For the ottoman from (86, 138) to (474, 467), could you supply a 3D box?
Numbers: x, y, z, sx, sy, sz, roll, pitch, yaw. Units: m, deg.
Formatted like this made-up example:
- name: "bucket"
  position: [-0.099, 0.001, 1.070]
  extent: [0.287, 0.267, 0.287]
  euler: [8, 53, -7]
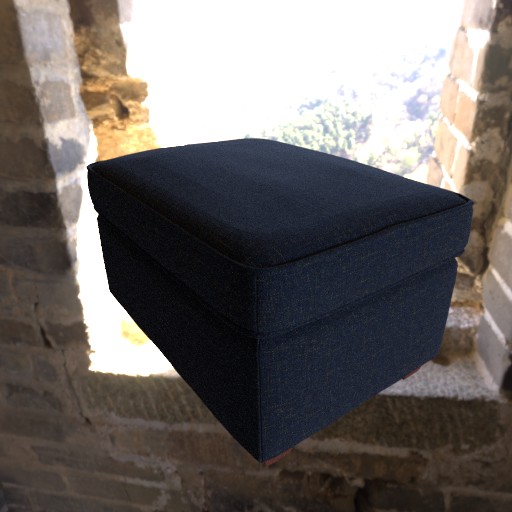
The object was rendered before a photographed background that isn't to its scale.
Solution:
- name: "ottoman"
  position: [0.000, 0.000, 1.042]
  extent: [0.549, 0.450, 0.749]
  euler: [-17, 31, -32]
